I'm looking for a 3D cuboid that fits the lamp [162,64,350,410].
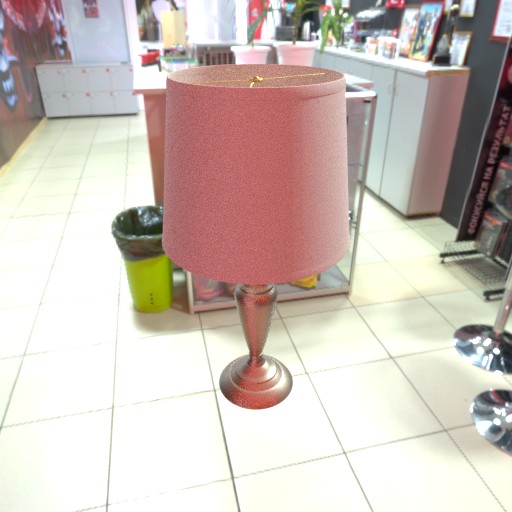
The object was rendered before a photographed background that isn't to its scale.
[{"bbox_3d":[0.000,0.000,0.808,0.328,0.619,0.328,0,29,0],"label":"lamp"}]
